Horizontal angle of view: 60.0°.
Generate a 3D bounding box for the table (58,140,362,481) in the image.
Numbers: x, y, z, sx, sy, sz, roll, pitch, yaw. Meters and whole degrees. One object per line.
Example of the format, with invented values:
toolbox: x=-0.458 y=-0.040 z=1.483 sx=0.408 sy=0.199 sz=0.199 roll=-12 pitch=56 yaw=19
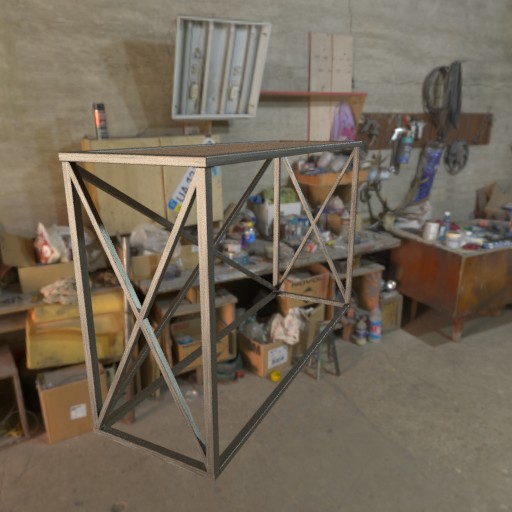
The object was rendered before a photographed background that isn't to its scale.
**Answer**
table: x=0.000 y=0.000 z=1.550 sx=0.402 sy=0.753 sz=1.216 roll=8 pitch=18 yaw=26
